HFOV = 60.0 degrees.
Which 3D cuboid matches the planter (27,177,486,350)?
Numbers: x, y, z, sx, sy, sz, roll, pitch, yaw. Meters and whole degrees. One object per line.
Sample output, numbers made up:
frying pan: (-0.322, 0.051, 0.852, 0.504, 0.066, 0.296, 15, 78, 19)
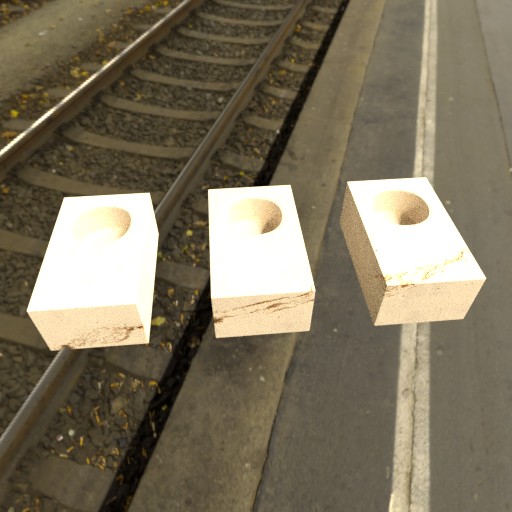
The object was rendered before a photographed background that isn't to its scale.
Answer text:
planter: (0.000, 0.000, 0.382, 0.333, 0.051, 0.127, -4, 46, -4)
